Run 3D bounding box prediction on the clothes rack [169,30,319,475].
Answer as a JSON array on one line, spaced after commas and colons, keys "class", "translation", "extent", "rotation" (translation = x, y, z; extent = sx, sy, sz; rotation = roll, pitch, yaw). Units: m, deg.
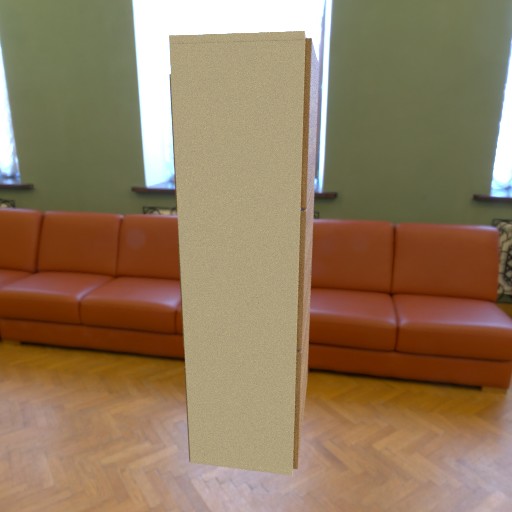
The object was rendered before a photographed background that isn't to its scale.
[{"class": "clothes rack", "translation": [0.000, 0.000, 1.394], "extent": [0.331, 1.187, 0.500], "rotation": [3, 17, 9]}]
